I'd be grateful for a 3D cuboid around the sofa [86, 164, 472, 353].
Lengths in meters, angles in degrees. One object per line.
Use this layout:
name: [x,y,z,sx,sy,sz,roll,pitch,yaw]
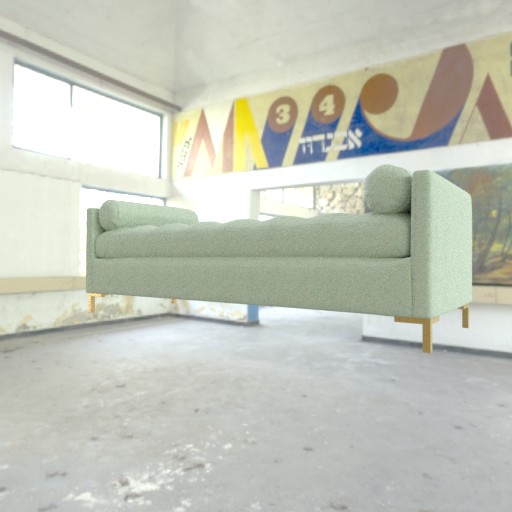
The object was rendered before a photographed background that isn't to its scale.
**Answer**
sofa: [0.000,0.000,2.477,2.102,0.705,0.796,0,0,36]
